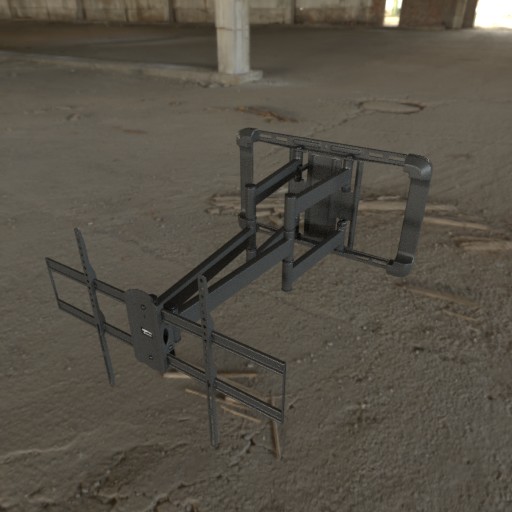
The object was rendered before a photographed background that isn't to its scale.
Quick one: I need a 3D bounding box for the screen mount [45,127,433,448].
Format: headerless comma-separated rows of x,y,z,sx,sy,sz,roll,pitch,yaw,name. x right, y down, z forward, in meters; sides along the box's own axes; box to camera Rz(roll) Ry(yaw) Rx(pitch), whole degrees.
0.000,0.000,1.318,0.725,0.483,0.905,18,35,28,screen mount
